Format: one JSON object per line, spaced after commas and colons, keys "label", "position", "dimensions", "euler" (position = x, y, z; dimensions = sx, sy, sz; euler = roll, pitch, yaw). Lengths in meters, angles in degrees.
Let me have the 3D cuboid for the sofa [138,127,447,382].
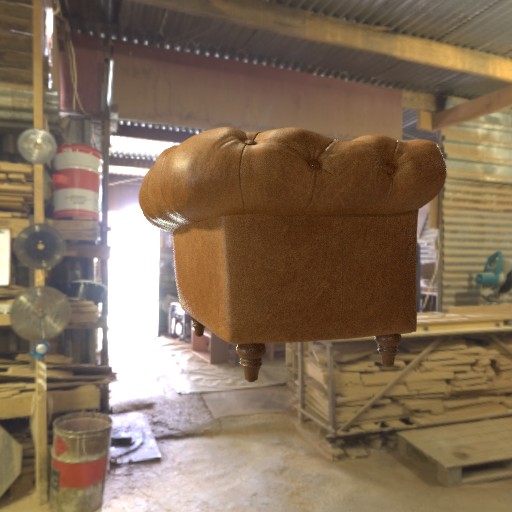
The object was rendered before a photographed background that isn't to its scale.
{"label": "sofa", "position": [0.000, 0.000, 2.049], "dimensions": [1.033, 0.878, 1.405], "euler": [0, 0, -19]}
